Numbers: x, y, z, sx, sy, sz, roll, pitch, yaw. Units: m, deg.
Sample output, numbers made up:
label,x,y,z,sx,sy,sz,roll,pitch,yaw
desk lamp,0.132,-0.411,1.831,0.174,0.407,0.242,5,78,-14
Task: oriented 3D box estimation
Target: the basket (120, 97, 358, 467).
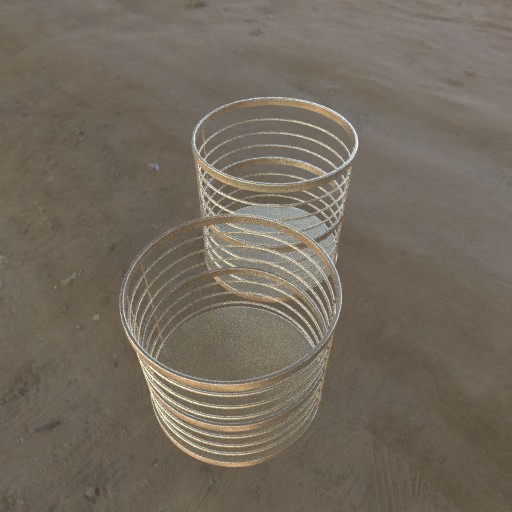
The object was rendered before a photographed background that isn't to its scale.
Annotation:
label,x,y,z,sx,sy,sz,roll,pitch,yaw
basket,0.000,0.000,0.944,0.356,0.351,0.746,8,46,8
